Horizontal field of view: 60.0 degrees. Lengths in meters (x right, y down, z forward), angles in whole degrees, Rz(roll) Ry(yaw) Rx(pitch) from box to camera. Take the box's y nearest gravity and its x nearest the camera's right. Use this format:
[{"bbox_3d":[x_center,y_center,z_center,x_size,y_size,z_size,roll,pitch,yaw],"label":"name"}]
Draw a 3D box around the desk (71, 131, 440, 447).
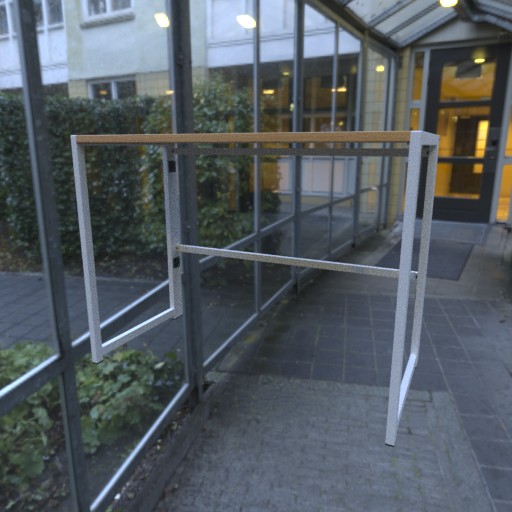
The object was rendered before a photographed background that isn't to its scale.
[{"bbox_3d":[0.000,0.000,1.450,1.016,0.762,0.508,7,15,25],"label":"desk"}]
